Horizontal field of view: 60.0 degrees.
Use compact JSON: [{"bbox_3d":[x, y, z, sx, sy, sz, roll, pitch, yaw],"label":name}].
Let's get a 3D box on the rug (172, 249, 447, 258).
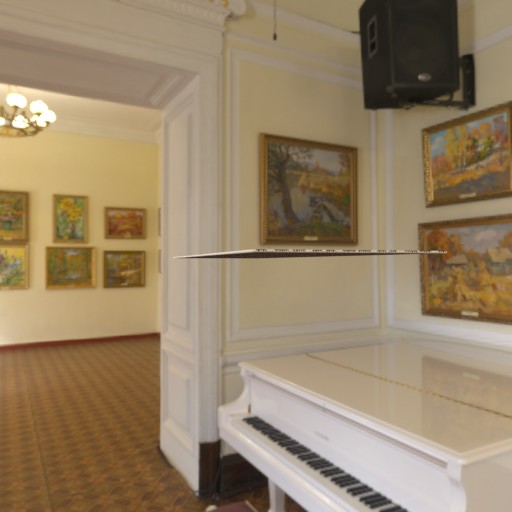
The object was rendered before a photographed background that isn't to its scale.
[{"bbox_3d":[0.000,0.000,2.695,0.750,0.009,2.435,0,-1,-17],"label":"rug"}]
